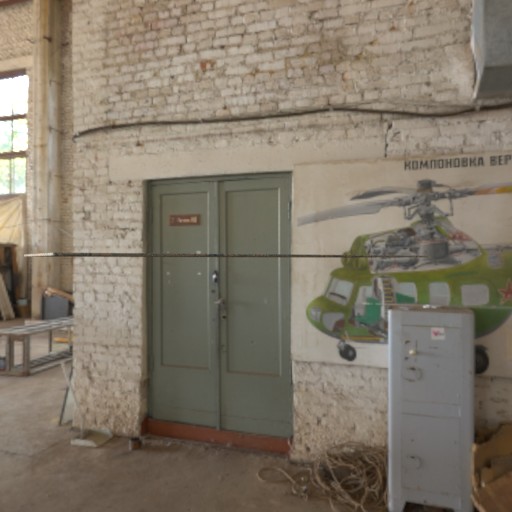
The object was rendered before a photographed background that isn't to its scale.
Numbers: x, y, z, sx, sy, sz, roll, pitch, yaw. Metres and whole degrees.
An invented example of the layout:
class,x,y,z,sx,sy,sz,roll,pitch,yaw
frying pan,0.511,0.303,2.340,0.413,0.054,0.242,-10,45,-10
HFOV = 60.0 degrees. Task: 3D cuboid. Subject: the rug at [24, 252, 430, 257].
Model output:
class,x,y,z,sx,sy,sz,roll,pitch,yaw
rug,0.000,0.000,2.727,2.452,0.012,0.775,0,-1,-35
